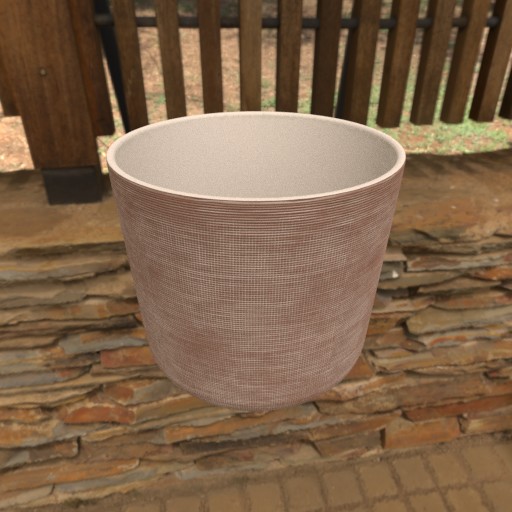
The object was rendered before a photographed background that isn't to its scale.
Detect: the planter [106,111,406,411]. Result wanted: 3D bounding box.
[{"bbox_3d":[0.000,0.000,0.776,0.440,0.398,0.440,0,30,0],"label":"planter"}]
